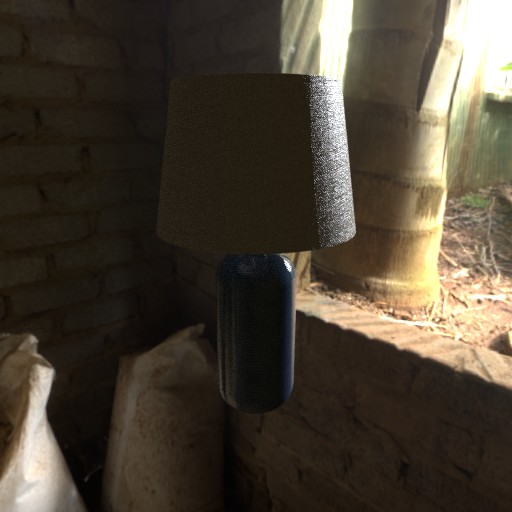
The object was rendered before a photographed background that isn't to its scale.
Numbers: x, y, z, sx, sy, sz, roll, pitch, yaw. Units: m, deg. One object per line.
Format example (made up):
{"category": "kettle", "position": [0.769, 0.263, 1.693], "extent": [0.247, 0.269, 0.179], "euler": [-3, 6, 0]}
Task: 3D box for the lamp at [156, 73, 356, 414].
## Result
{"category": "lamp", "position": [0.000, 0.000, 0.585], "extent": [0.253, 0.428, 0.253], "euler": [0, 17, 0]}
